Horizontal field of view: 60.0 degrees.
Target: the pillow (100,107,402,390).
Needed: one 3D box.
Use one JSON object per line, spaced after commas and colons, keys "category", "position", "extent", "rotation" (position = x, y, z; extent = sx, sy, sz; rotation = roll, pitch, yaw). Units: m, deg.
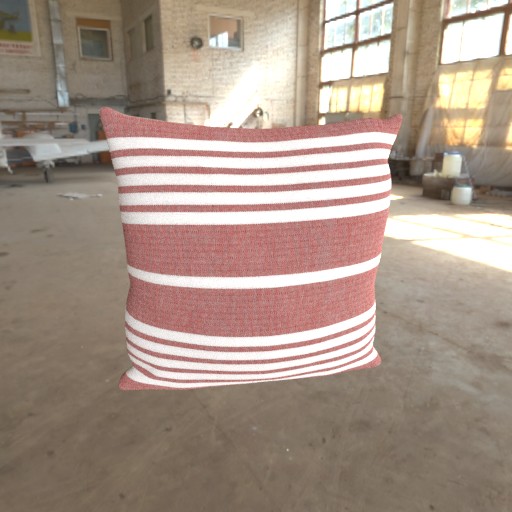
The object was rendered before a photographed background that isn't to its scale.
{"category": "pillow", "position": [0.000, 0.000, 0.673], "extent": [0.439, 0.427, 0.182], "rotation": [-3, 16, -9]}
